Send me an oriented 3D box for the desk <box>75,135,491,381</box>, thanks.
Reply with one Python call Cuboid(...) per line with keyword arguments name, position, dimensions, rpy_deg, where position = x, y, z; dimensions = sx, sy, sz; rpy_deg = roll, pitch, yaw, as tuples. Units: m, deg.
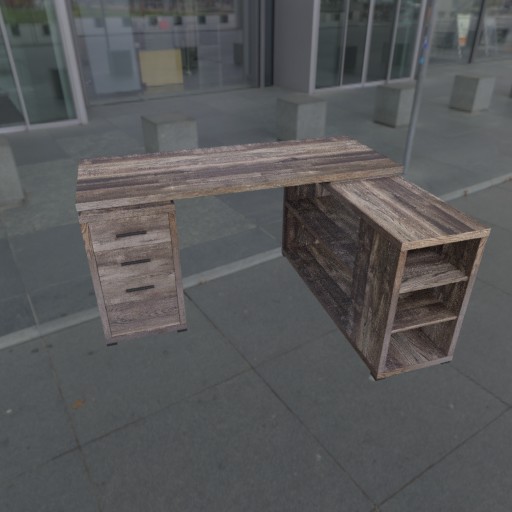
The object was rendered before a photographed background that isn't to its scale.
Cuboid(name="desk", position=(0.000, 0.000, 2.169), dimensions=(1.524, 0.753, 1.200), rpy_deg=(-9, 31, -15))
